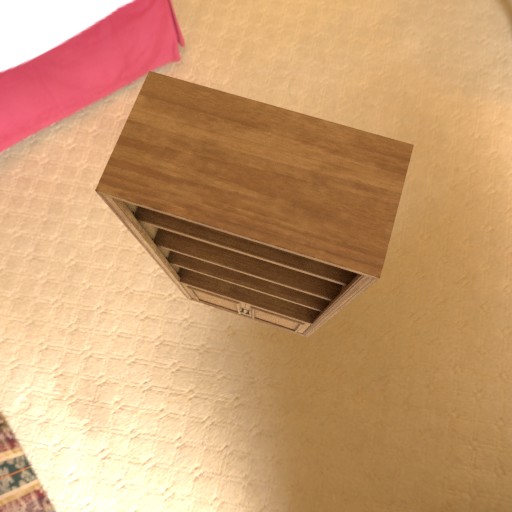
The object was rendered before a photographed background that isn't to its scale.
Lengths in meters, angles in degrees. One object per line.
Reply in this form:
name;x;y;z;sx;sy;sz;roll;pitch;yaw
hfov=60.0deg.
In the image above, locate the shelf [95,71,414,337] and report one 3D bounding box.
shelf;0.000;0.000;2.256;0.864;1.930;0.453;17;75;5
